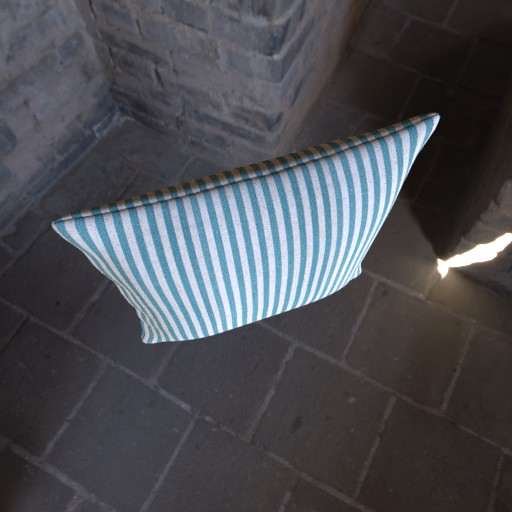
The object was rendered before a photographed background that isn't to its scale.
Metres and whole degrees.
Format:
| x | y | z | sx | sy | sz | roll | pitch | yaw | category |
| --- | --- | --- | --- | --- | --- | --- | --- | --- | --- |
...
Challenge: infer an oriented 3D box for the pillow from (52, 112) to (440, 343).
| x | y | z | sx | sy | sz | roll | pitch | yaw | category |
| --- | --- | --- | --- | --- | --- | --- | --- | --- | --- |
| 0.000 | 0.000 | 0.783 | 0.523 | 0.510 | 0.166 | -17 | 66 | -8 | pillow |
